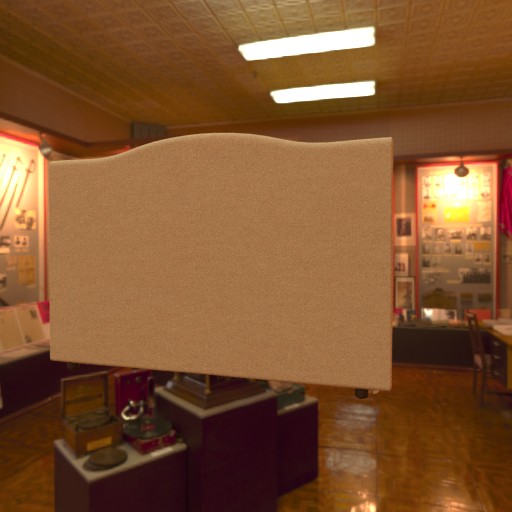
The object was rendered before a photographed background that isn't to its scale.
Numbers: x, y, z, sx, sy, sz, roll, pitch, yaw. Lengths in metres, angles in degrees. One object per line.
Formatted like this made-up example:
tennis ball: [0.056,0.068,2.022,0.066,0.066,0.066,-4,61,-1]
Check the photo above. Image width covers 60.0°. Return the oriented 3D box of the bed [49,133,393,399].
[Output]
bed: [0.000,0.000,3.529,2.083,1.421,2.182,0,1,17]
